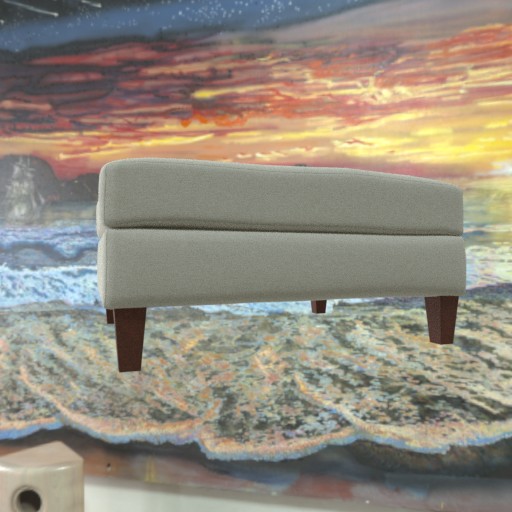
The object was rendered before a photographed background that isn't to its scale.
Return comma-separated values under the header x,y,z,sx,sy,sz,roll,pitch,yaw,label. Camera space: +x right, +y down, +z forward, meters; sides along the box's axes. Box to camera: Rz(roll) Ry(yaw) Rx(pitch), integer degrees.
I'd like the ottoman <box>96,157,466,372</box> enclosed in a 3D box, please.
x,y,z,sx,sy,sz,roll,pitch,yaw,label
0.000,0.000,1.442,0.976,0.492,0.836,0,0,-20,ottoman
